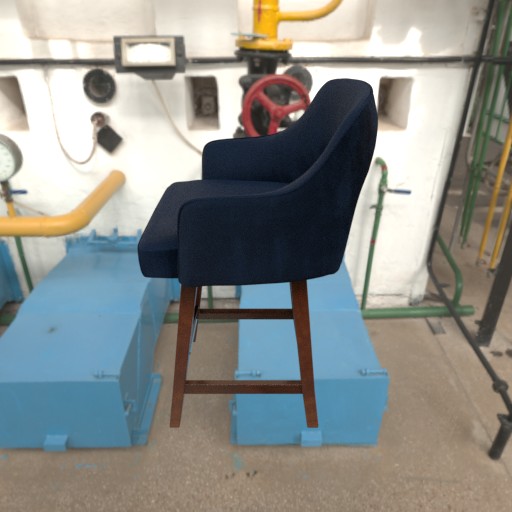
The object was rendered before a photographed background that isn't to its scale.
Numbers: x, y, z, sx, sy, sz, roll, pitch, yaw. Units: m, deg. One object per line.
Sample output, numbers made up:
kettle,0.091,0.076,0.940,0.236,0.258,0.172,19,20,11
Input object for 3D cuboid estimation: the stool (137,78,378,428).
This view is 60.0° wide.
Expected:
stool,0.000,0.000,1.281,0.560,0.940,0.550,0,28,0
